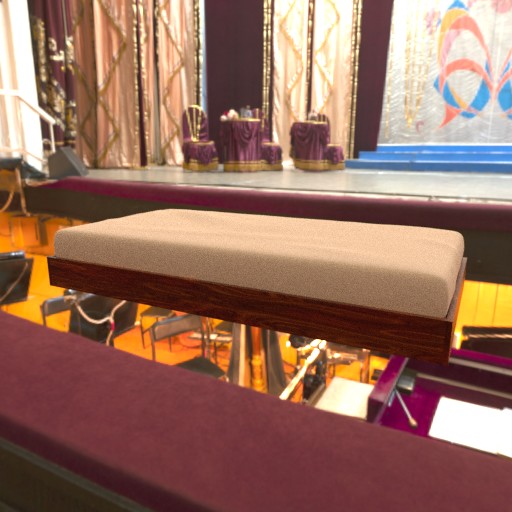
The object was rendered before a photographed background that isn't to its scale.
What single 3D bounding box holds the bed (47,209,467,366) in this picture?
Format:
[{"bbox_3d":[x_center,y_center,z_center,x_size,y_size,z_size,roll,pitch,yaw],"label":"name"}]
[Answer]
[{"bbox_3d":[0.000,0.000,2.195,1.860,0.312,0.940,7,15,27],"label":"bed"}]
